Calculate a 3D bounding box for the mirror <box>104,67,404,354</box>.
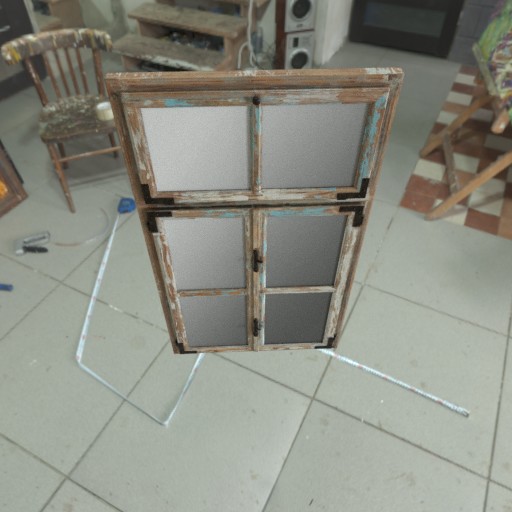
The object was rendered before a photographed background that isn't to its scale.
[{"bbox_3d":[0.000,0.000,1.479,0.707,1.213,0.083,-2,47,-2],"label":"mirror"}]
